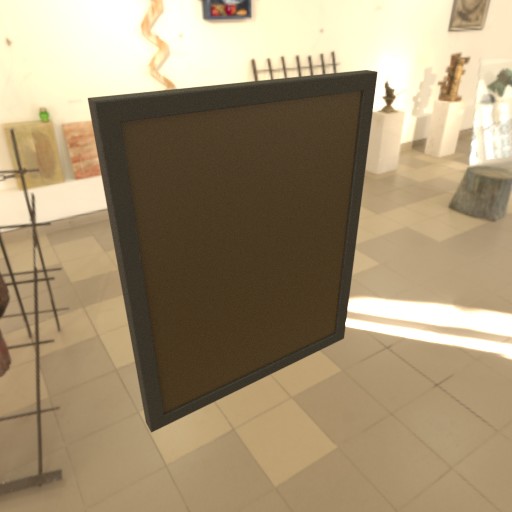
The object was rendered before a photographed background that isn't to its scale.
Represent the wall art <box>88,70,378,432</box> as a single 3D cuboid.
[{"bbox_3d":[0.000,0.000,0.757,0.457,0.558,0.028,-18,34,-29],"label":"wall art"}]
